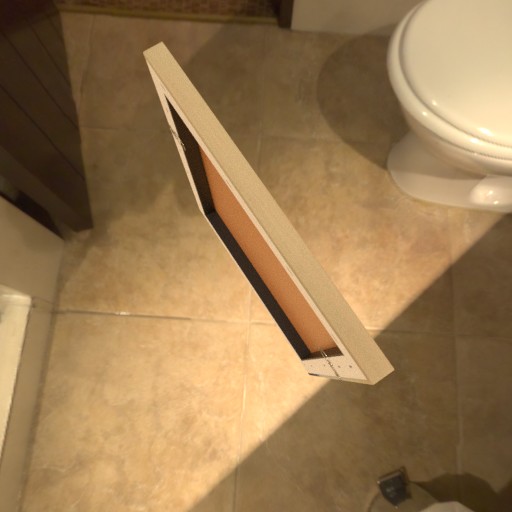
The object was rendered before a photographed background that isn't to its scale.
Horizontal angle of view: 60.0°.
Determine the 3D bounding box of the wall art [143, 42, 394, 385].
[{"bbox_3d":[0.000,0.000,0.984,0.041,0.710,0.608,-32,78,-8],"label":"wall art"}]
